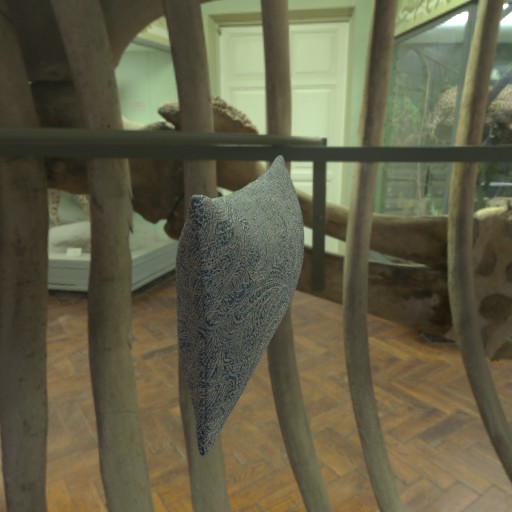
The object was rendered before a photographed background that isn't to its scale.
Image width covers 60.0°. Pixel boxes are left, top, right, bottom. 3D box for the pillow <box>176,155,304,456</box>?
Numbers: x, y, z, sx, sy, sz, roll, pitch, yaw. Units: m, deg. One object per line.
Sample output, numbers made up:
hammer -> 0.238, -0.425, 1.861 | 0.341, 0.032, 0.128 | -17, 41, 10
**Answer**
pillow -> 0.000, 0.000, 0.744 | 0.151, 0.295, 0.615 | 3, 16, 10
